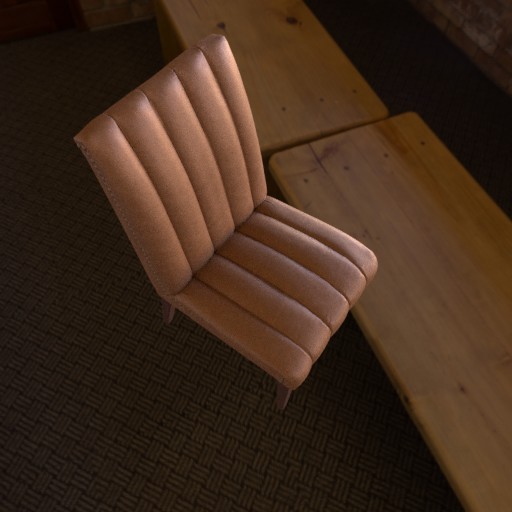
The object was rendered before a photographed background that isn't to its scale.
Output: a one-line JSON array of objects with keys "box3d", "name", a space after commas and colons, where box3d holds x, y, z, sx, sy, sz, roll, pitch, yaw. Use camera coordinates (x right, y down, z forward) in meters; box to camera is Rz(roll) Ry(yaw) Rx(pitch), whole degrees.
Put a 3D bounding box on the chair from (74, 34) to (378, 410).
[{"box3d": [0.000, 0.000, 1.371, 0.647, 1.016, 0.511, 32, 63, 18], "name": "chair"}]
